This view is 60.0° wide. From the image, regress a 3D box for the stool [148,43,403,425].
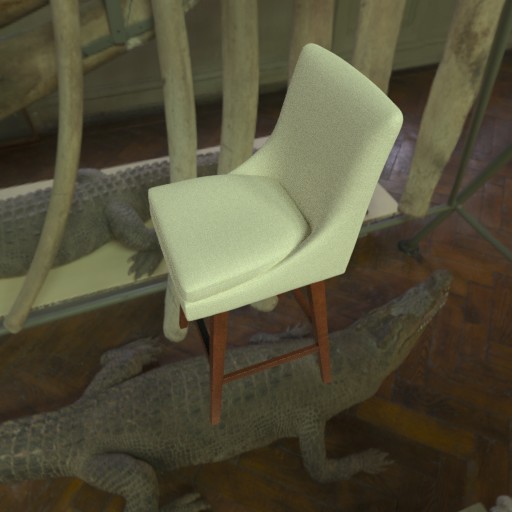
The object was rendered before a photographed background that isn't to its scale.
[{"bbox_3d":[0.000,0.000,1.401,0.559,1.097,0.470,-15,48,-15],"label":"stool"}]
